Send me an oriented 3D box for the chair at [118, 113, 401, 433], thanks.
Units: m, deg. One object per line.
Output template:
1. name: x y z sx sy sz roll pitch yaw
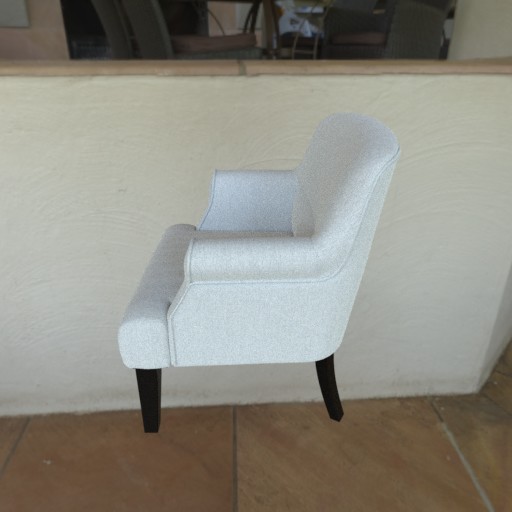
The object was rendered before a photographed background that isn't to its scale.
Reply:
1. chair: 0.000 0.000 1.473 0.750 0.875 0.781 0 25 0
